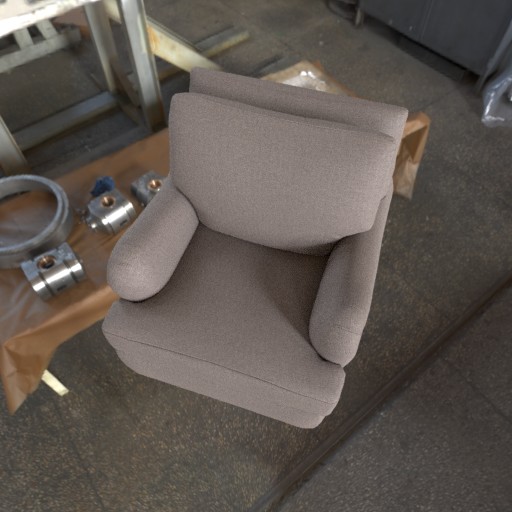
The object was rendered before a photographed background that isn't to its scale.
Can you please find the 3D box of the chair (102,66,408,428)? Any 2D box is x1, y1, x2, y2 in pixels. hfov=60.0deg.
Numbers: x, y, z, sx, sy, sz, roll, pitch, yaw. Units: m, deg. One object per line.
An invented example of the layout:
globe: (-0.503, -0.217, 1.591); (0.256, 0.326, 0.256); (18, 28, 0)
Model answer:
chair: (0.000, 0.000, 1.848); (0.955, 1.038, 1.070); (15, 57, 10)
